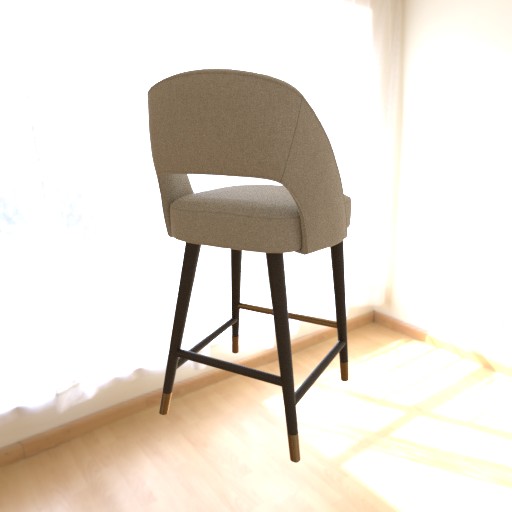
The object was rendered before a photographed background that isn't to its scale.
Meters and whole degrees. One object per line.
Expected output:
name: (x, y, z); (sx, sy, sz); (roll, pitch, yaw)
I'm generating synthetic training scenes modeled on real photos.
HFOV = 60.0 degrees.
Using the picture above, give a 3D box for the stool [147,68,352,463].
stool: (0.000, 0.000, 1.269); (0.494, 0.940, 0.509); (8, 17, 26)
